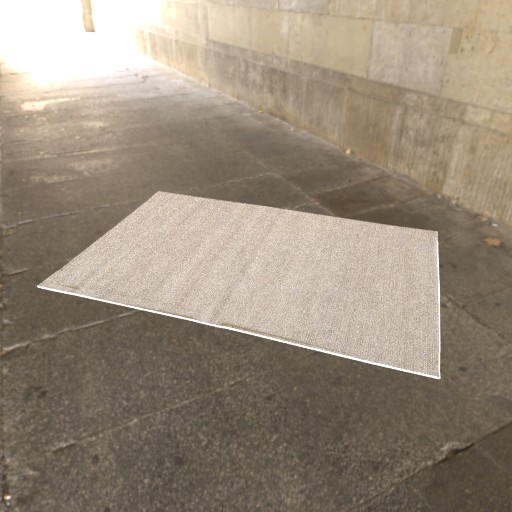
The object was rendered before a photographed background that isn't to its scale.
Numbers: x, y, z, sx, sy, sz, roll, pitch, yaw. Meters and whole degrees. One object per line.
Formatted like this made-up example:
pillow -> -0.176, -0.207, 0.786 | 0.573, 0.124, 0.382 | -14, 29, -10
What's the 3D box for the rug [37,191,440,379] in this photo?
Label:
rug -> 0.000, 0.000, 2.331 | 1.820, 0.022, 1.179 | 10, 33, 16
